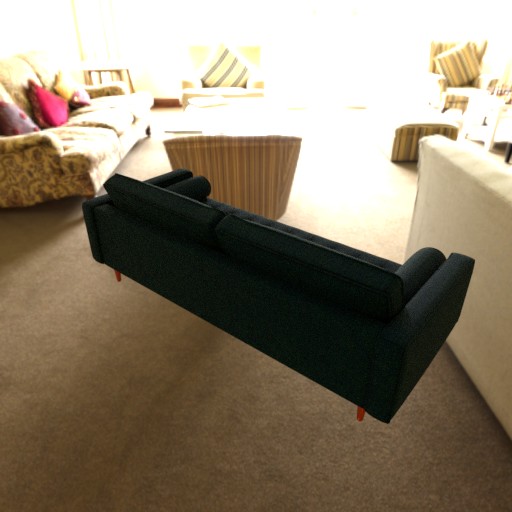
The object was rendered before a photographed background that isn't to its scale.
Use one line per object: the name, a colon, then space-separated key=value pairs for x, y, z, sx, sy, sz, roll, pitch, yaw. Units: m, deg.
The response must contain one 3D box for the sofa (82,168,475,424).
sofa: x=0.000 y=0.000 z=2.664 sx=2.210 sy=0.762 sz=0.914 roll=22 pitch=37 yaw=33
